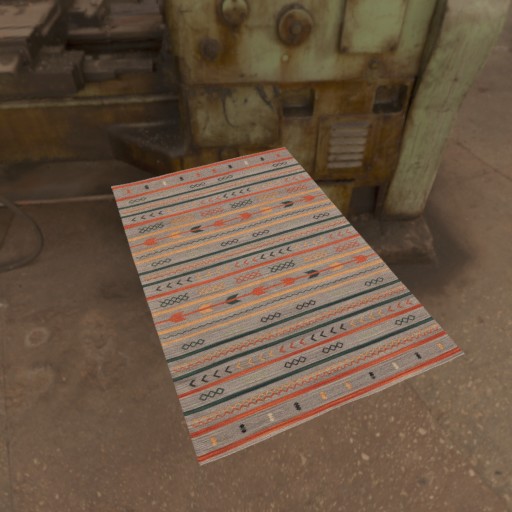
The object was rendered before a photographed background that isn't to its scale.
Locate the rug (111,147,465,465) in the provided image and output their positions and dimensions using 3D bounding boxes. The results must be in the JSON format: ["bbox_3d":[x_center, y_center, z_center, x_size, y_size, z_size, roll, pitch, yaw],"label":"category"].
[{"bbox_3d":[0.000,0.000,2.374,1.220,0.017,1.835,-17,48,-16],"label":"rug"}]
